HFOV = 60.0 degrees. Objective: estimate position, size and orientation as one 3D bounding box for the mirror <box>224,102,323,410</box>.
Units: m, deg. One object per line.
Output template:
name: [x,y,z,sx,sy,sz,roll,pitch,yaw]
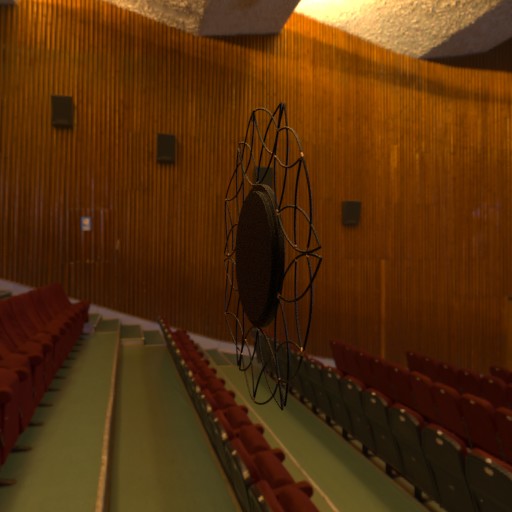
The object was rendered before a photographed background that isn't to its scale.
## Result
mirror: [0.000,0.000,1.183,0.028,0.775,0.797,0,0,-17]
